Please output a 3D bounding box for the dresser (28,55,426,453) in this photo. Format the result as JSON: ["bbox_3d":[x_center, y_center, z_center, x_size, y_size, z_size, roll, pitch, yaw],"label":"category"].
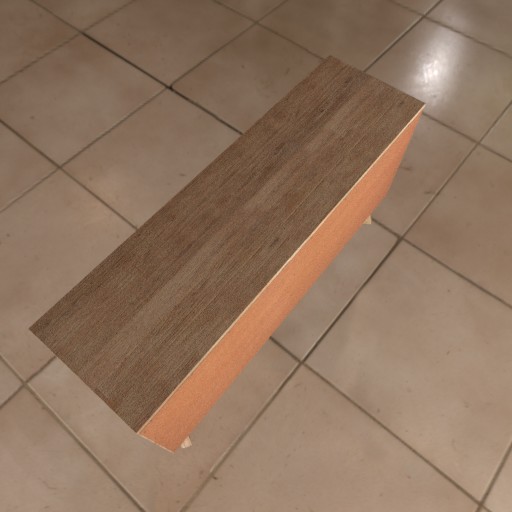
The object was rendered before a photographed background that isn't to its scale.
[{"bbox_3d":[0.000,0.000,1.866,0.455,0.805,1.554,35,67,18],"label":"dresser"}]
